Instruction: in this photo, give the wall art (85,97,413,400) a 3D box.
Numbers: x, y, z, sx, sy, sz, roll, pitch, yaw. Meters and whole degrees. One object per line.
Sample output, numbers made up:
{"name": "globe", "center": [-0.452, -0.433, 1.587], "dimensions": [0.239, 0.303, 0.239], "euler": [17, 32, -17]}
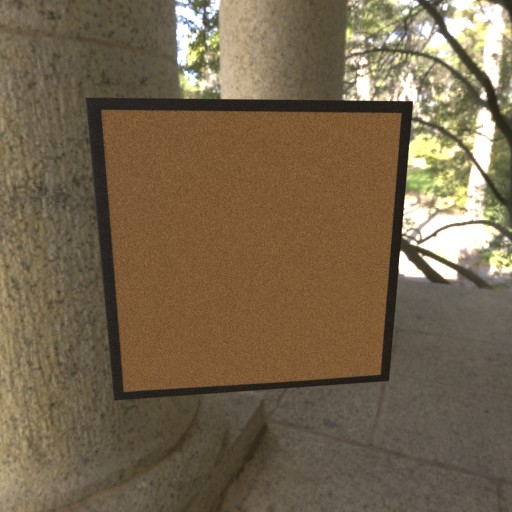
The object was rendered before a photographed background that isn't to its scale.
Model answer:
{"name": "wall art", "center": [0.000, 0.000, 1.036], "dimensions": [0.695, 0.691, 0.029], "euler": [-2, 15, -7]}
